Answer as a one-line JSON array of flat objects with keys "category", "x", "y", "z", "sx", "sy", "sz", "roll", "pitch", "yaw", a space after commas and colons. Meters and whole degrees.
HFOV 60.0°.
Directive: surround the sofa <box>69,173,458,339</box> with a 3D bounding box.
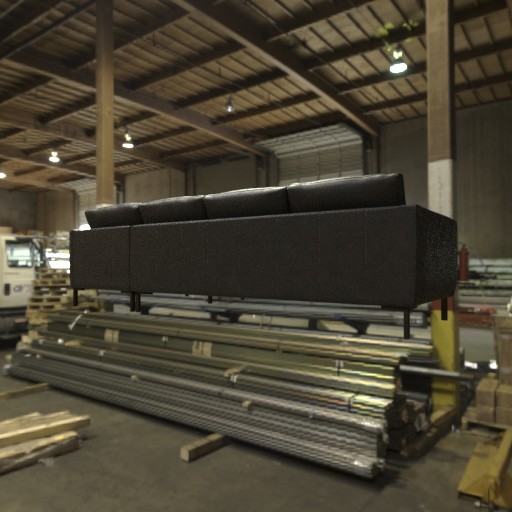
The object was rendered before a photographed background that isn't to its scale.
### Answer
[{"category": "sofa", "x": 0.000, "y": 0.000, "z": 3.579, "sx": 2.993, "sy": 0.859, "sz": 1.471, "roll": -1, "pitch": -1, "yaw": 36}]
